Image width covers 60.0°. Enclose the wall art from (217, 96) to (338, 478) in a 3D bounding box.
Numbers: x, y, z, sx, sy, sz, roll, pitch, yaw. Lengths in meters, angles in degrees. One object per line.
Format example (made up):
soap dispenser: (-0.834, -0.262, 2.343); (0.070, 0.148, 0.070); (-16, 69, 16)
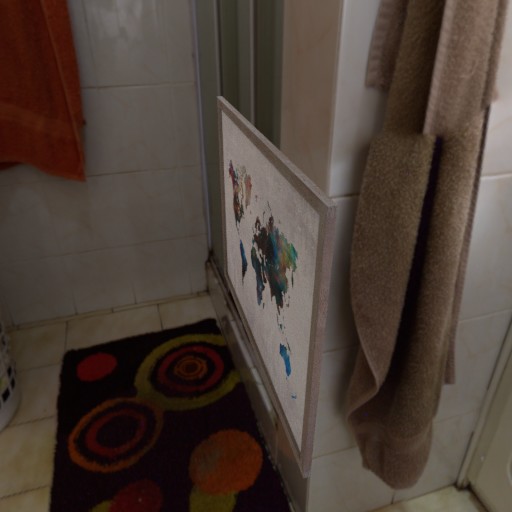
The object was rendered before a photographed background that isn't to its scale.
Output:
wall art: (0.000, 0.000, 1.388); (0.019, 0.774, 1.012); (-8, 31, -13)
